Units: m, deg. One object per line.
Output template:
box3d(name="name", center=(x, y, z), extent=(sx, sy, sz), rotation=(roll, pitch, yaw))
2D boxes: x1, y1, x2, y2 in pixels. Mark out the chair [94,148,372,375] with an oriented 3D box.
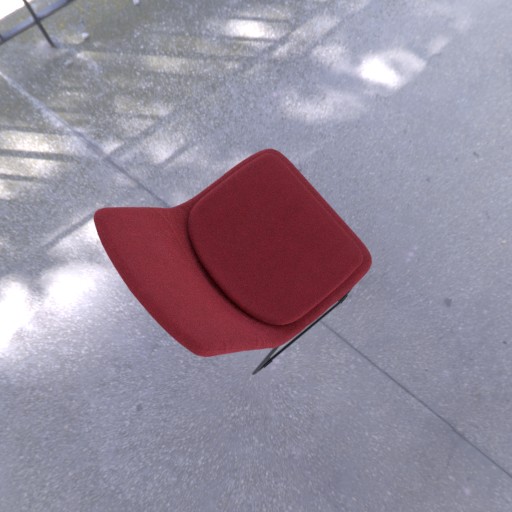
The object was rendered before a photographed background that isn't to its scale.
box3d(name="chair", center=(0.000, 0.000, 1.154), extent=(0.518, 0.858, 0.479), rotation=(-38, 79, -9))
